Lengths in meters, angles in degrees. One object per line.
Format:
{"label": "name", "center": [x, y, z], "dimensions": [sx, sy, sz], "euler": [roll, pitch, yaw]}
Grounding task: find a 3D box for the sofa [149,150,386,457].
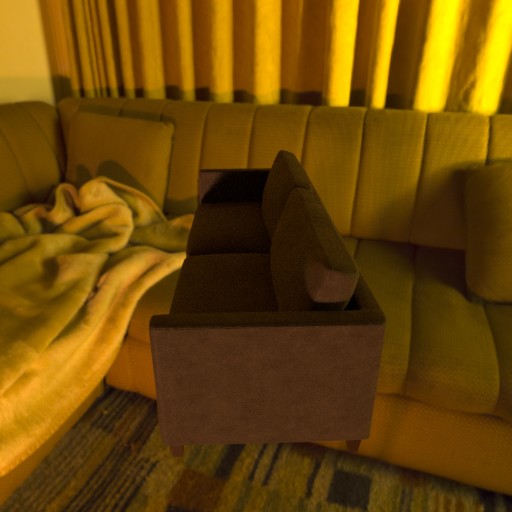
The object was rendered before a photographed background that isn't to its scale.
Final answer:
{"label": "sofa", "center": [0.000, 0.000, 2.884], "dimensions": [0.951, 0.965, 2.434], "euler": [-1, 25, -2]}
